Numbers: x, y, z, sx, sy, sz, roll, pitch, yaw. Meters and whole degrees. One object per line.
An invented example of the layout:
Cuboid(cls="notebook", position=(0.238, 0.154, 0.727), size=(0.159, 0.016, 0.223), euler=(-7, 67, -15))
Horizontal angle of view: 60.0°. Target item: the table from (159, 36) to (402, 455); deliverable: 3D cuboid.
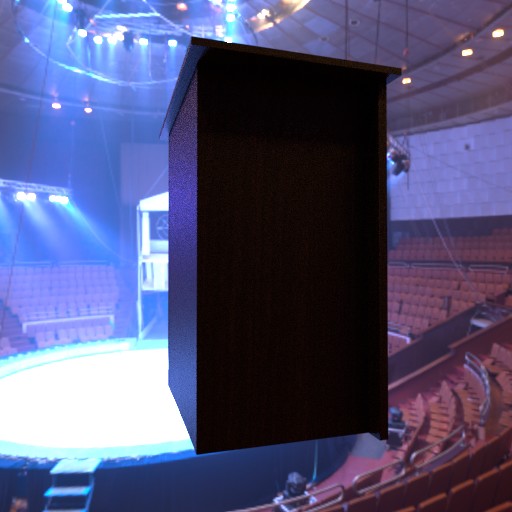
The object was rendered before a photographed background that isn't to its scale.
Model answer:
Cuboid(cls="table", position=(0.000, 0.000, 1.064), size=(0.406, 0.711, 0.591), euler=(0, -1, -17))
